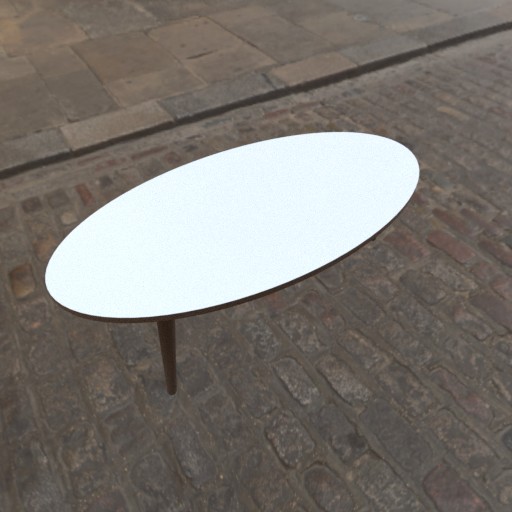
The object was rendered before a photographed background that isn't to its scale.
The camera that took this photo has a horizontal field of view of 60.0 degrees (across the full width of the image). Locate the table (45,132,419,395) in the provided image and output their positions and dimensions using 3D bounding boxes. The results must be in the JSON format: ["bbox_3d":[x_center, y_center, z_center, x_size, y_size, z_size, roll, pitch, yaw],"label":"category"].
[{"bbox_3d":[0.000,0.000,1.311,1.083,0.390,0.542,-25,50,-22],"label":"table"}]
